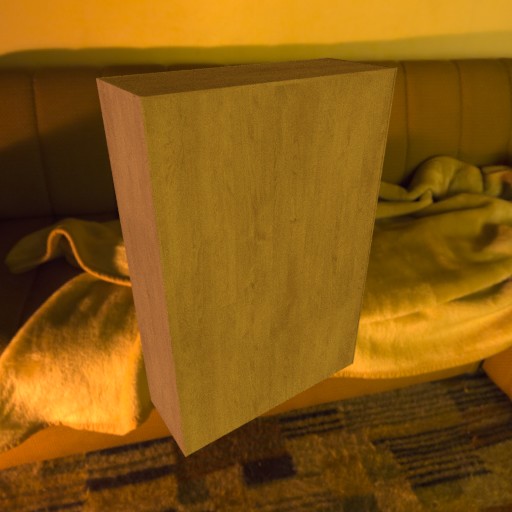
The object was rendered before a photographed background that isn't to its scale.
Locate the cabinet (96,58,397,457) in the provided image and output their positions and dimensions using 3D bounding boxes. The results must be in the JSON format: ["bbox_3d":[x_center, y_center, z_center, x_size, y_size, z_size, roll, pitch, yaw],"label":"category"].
[{"bbox_3d":[0.000,0.000,2.471,1.290,1.910,0.510,-19,35,-29],"label":"cabinet"}]
